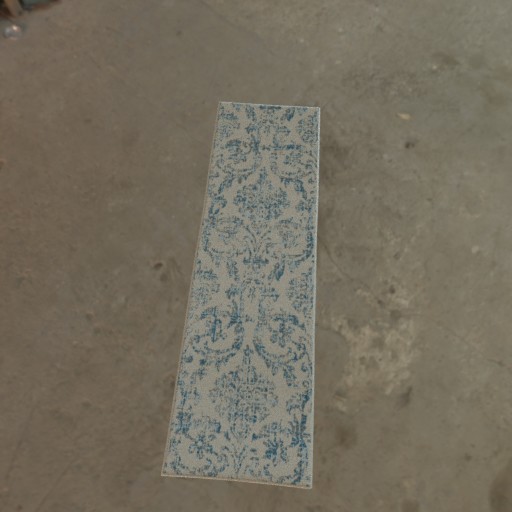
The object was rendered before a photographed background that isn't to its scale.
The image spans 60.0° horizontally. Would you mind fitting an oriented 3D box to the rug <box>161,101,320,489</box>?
[{"bbox_3d":[0.000,0.000,2.407,0.662,0.011,2.196,4,64,2],"label":"rug"}]
